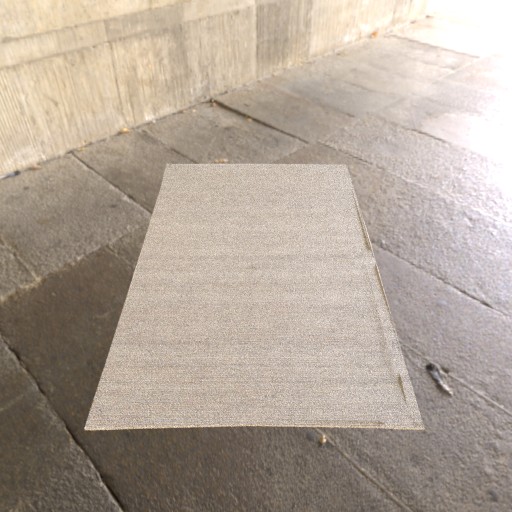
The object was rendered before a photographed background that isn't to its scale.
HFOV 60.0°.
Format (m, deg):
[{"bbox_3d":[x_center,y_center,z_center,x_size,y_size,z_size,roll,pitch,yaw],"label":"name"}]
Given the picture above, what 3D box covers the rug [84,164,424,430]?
[{"bbox_3d":[0.000,0.000,2.208,1.179,0.022,1.820,0,41,0],"label":"rug"}]
